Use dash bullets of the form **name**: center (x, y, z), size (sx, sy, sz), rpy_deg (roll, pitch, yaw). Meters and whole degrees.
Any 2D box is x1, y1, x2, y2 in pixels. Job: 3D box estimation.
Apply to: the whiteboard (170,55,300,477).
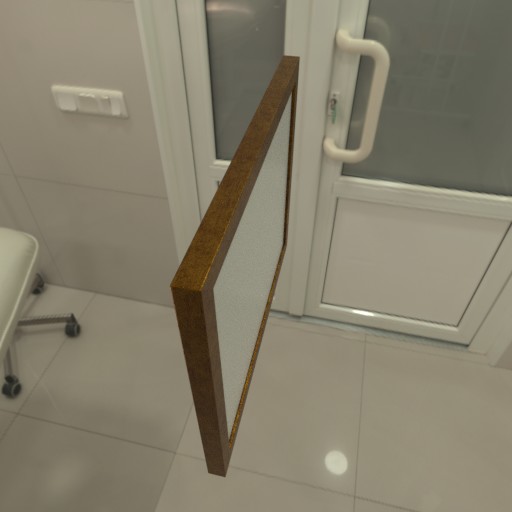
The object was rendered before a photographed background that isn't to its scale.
- **whiteboard**: center (0.000, 0.000, 0.751), size (0.029, 0.457, 0.561), rpy_deg (9, 45, 9)
